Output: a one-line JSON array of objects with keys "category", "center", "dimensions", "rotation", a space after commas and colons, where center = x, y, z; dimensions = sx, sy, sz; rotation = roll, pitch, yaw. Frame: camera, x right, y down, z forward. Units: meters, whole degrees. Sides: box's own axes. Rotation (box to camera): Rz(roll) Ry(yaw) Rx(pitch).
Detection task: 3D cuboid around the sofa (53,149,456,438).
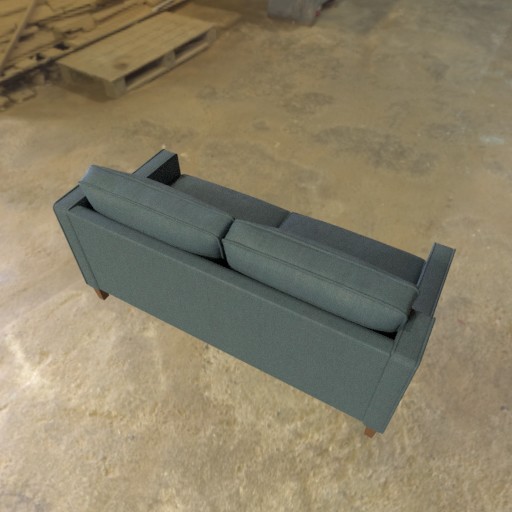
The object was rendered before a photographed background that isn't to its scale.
[{"category": "sofa", "center": [0.000, 0.000, 2.821], "dimensions": [2.178, 1.071, 1.066], "rotation": [22, 50, 20]}]
